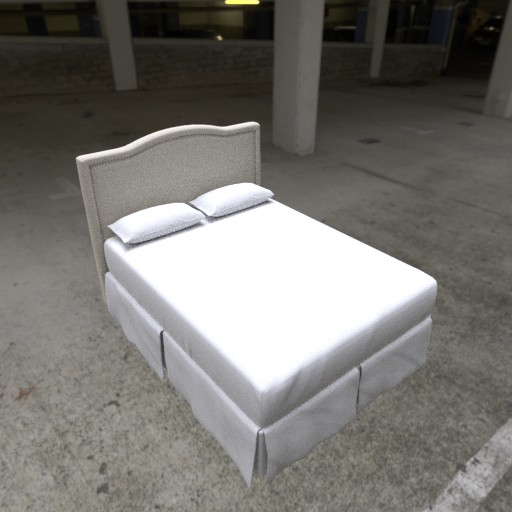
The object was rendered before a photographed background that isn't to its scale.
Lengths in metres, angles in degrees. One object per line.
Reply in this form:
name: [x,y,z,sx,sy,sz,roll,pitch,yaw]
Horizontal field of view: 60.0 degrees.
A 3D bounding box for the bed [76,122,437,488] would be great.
bed: [0.000,0.000,3.259,1.741,1.449,2.196,-22,37,-33]
